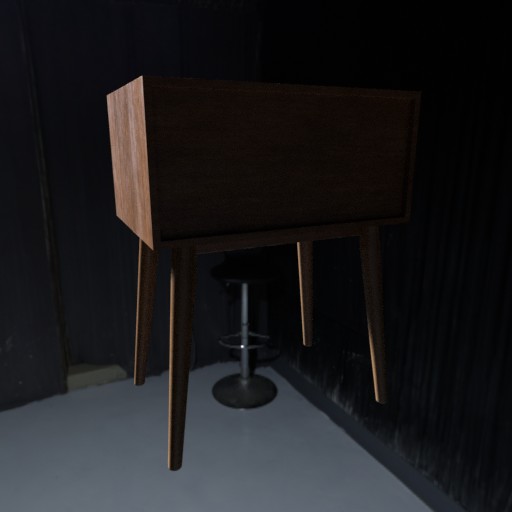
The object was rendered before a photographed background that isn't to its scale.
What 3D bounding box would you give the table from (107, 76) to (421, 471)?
[{"bbox_3d":[0.000,0.000,0.841,0.454,0.580,0.307,-7,17,-25],"label":"table"}]
